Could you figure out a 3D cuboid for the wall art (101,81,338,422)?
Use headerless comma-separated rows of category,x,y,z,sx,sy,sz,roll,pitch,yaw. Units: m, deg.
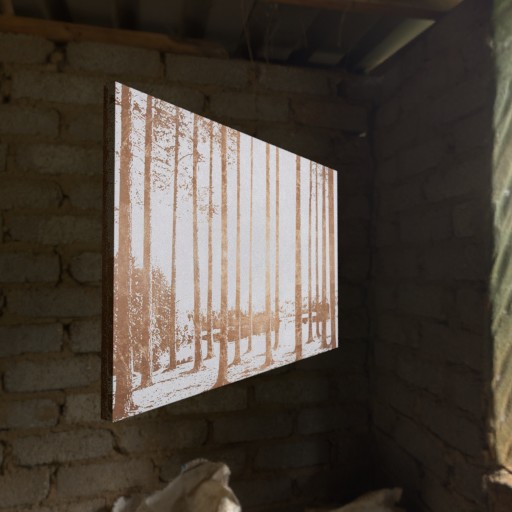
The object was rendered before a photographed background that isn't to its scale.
wall art,0.000,0.000,1.170,0.035,0.609,0.914,-1,-2,36
